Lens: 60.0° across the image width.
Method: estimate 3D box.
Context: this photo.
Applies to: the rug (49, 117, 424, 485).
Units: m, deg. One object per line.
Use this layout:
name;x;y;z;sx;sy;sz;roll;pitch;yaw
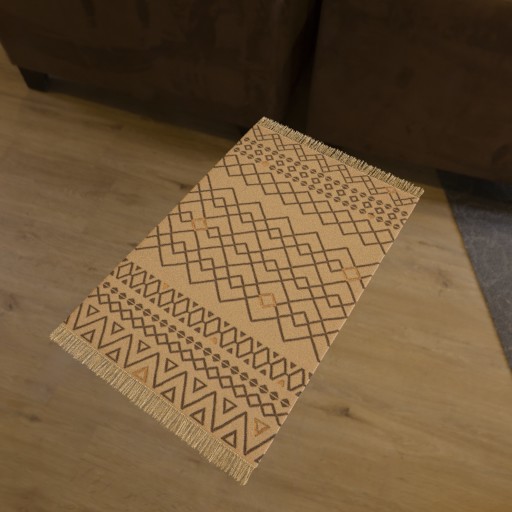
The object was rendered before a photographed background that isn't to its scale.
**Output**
rug;0.000;0.000;2.530;1.224;0.028;2.023;30;62;17
